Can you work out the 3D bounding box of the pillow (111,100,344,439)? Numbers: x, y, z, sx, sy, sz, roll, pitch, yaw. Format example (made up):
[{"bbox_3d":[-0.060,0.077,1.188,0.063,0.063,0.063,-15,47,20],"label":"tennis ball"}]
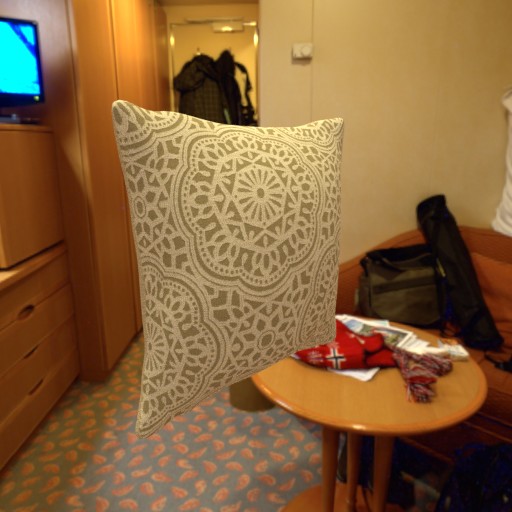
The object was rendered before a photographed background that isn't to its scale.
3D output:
[{"bbox_3d":[0.000,0.000,0.672,0.167,0.421,0.438,14,20,43],"label":"pillow"}]
